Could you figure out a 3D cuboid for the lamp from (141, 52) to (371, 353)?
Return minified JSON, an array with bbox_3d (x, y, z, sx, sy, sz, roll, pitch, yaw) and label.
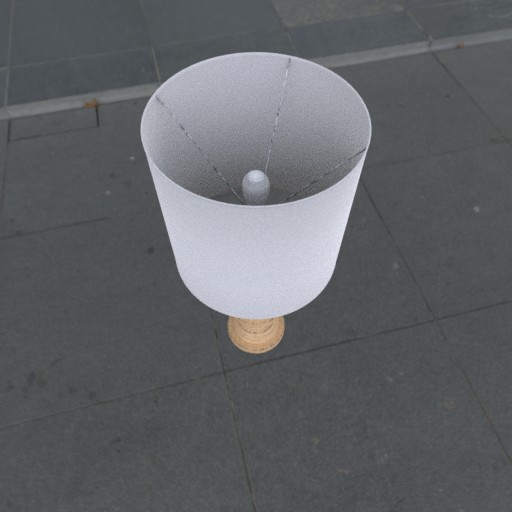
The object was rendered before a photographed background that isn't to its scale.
[{"bbox_3d":[0.000,0.000,0.594,0.208,0.455,0.208,0,57,0],"label":"lamp"}]
